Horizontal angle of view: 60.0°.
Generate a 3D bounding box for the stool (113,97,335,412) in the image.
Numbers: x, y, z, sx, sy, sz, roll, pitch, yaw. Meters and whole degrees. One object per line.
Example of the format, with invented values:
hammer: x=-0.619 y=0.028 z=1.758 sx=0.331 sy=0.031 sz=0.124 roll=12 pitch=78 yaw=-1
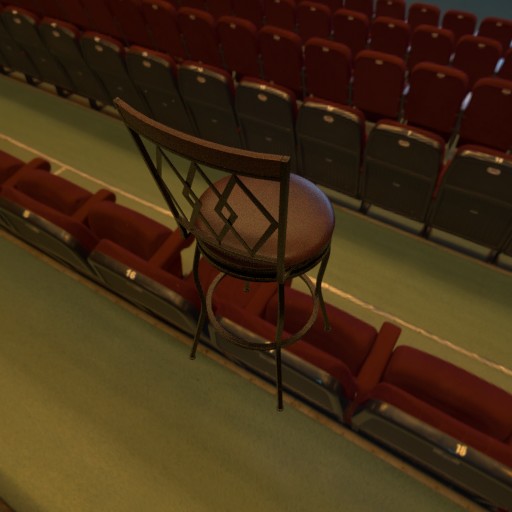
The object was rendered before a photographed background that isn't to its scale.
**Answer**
stool: x=0.000 y=0.000 z=1.390 sx=0.432 sy=1.134 sz=0.521 roll=24 pitch=51 yaw=21
